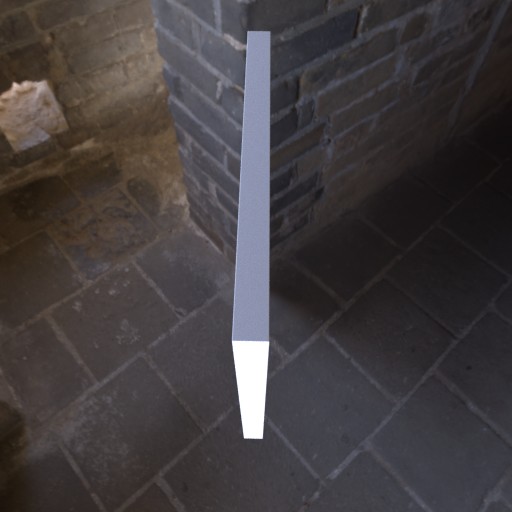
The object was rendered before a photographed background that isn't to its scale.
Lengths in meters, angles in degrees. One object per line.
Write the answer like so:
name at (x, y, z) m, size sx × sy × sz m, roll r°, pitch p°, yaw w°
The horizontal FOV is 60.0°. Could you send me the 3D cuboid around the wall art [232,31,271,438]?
wall art at (0.000, 0.000, 0.770) m, size 0.035 × 0.507 × 0.508 m, roll 1°, pitch 58°, yaw 1°
